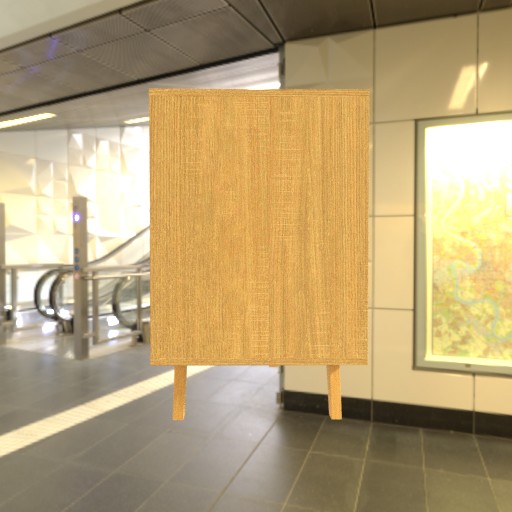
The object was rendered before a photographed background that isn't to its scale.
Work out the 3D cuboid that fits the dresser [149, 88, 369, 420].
[{"bbox_3d":[0.000,0.000,1.567,0.500,0.780,1.110,0,1,-1],"label":"dresser"}]
